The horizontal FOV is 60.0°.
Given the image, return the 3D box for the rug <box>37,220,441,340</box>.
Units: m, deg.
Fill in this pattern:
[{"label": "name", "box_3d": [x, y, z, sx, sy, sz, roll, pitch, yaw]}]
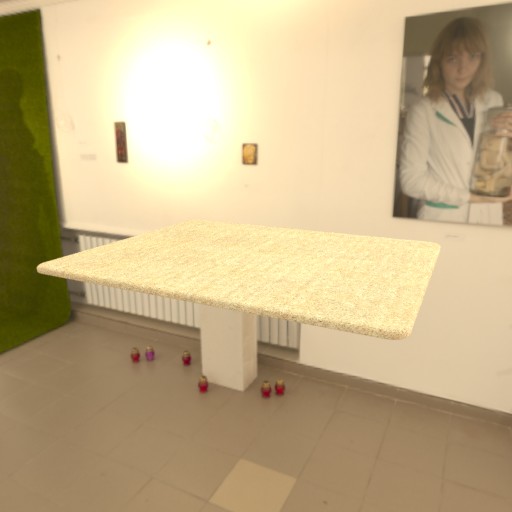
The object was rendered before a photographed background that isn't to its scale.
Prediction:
[{"label": "rug", "box_3d": [0.000, 0.000, 3.432, 2.528, 0.048, 2.009, 7, 17, 25]}]
